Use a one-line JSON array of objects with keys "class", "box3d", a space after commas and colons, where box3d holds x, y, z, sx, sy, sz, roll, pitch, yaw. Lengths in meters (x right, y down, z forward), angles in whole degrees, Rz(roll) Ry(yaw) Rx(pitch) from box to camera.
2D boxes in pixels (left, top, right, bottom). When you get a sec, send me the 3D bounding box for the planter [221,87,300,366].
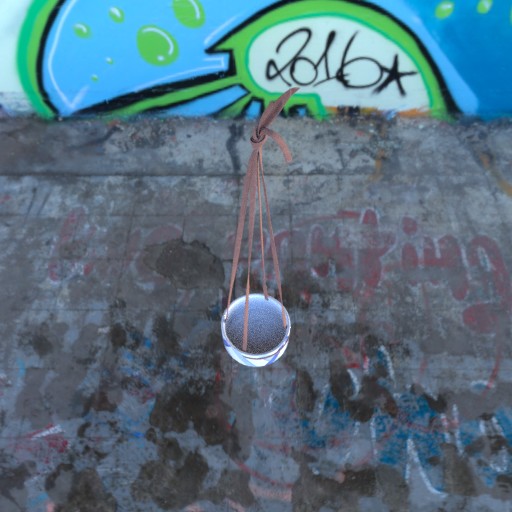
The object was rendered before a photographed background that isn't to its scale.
[{"class": "planter", "box3d": [0.000, 0.000, 0.797, 0.166, 0.751, 0.166, 0, 57, 0]}]
